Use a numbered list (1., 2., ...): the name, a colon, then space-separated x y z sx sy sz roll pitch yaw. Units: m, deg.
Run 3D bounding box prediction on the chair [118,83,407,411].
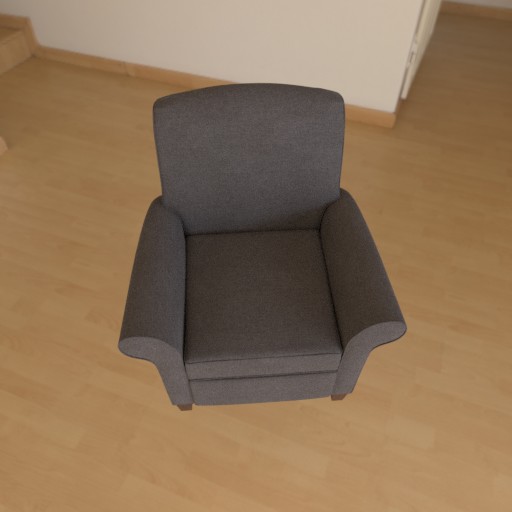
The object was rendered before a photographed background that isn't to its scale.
1. chair: 0.000 0.000 1.825 0.978 1.061 0.905 -3 48 -3
